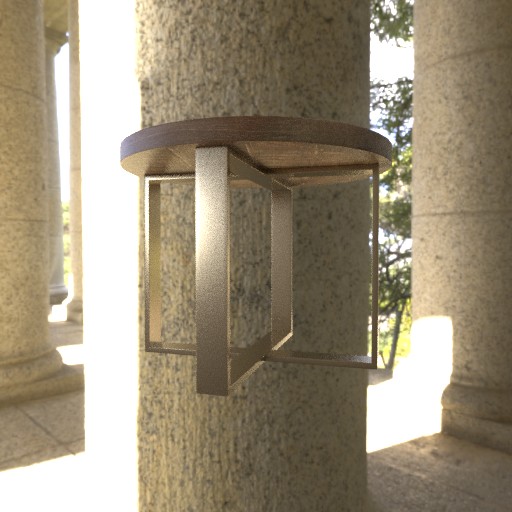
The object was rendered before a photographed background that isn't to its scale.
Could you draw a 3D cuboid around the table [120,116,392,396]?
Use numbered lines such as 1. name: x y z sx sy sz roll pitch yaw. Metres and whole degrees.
1. table: 0.000 0.000 0.954 0.557 0.437 0.557 0 1 0
